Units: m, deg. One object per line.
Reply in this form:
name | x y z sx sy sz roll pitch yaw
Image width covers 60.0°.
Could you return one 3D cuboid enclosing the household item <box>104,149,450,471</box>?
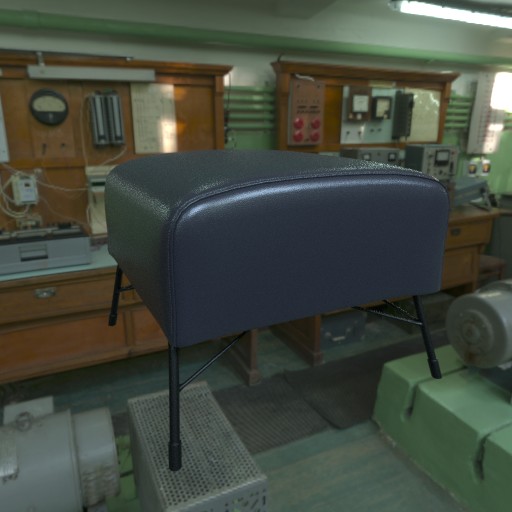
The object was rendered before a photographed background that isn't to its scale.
household item | 0.000 0.000 0.891 0.530 0.410 0.530 -8 19 -26
